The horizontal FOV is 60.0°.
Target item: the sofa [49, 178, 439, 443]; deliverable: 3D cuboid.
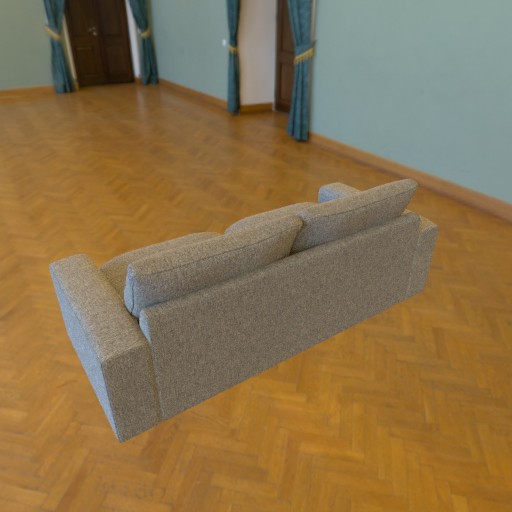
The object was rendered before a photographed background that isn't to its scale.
[{"bbox_3d":[0.000,0.000,2.850,2.299,0.922,1.040,-19,36,-29],"label":"sofa"}]
